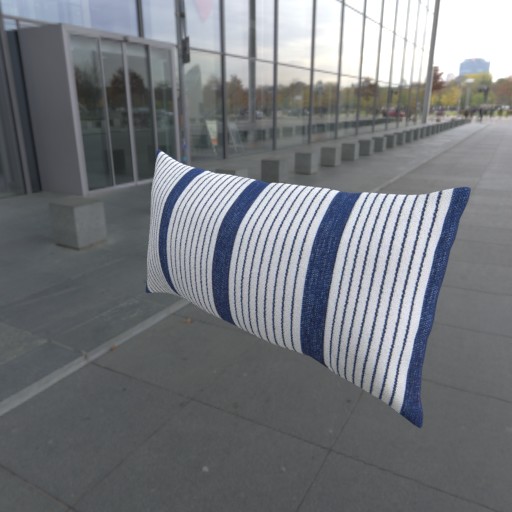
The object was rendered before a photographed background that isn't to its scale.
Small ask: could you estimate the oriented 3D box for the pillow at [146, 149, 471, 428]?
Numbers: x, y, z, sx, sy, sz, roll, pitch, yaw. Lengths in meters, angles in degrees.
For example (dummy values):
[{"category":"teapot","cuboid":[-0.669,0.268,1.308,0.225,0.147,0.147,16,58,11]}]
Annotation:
[{"category":"pillow","cuboid":[0.000,0.000,0.709,0.608,0.292,0.156,17,25,42]}]
